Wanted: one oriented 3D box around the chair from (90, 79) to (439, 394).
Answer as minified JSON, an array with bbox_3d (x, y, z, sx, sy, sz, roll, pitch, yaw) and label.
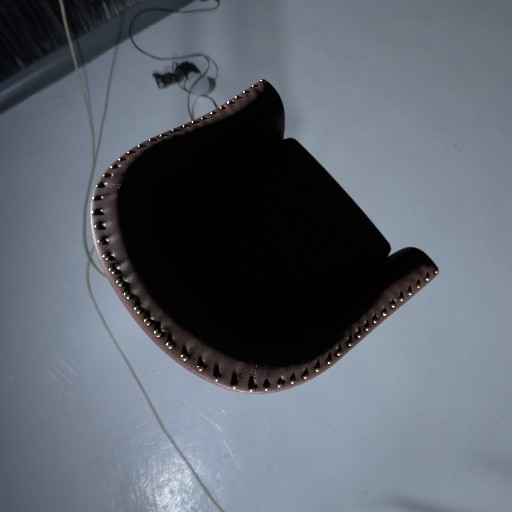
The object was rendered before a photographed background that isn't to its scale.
[{"bbox_3d":[0.000,0.000,1.447,0.748,0.823,0.794,-37,78,-9],"label":"chair"}]
